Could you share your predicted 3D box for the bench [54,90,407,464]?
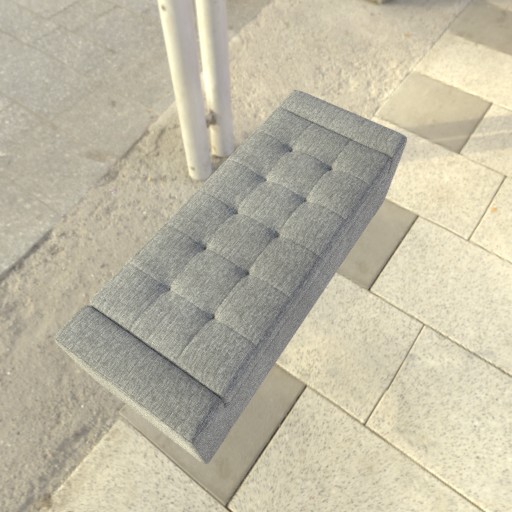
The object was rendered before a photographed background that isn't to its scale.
[{"bbox_3d":[0.000,0.000,1.610,0.508,0.445,1.296,30,63,17],"label":"bench"}]
